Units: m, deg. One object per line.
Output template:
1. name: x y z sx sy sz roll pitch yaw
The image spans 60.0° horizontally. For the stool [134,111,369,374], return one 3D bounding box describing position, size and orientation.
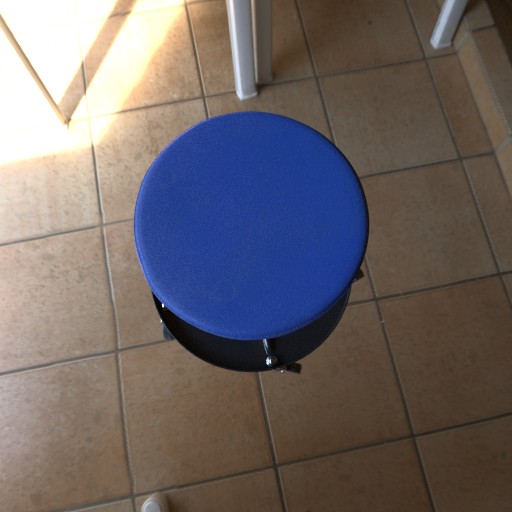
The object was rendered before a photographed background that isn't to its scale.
1. stool: 0.000 0.000 0.675 0.382 0.365 0.381 -17 76 -4
